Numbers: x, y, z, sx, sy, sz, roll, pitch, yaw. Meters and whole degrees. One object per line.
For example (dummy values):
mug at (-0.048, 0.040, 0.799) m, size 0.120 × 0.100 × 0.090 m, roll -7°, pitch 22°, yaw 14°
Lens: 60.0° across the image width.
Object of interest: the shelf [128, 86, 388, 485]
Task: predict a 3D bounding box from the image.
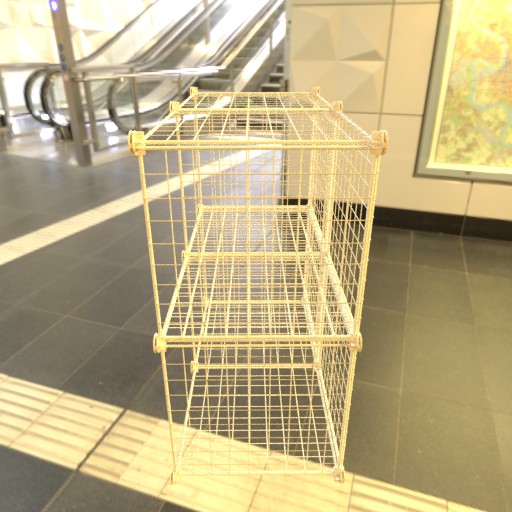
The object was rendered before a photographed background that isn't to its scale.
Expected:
shelf at (0.000, 0.000, 1.074) m, size 0.356 × 0.711 × 0.711 m, roll 0°, pitch 26°, yaw 0°
